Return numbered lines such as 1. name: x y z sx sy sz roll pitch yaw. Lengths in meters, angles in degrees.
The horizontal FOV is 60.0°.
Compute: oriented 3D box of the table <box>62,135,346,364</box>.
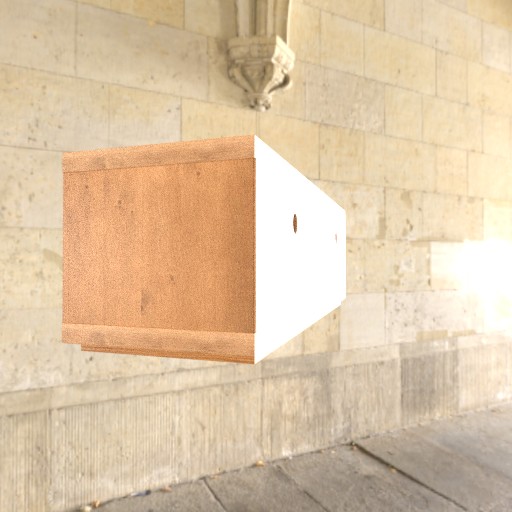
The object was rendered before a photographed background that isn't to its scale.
1. table: 0.000 0.000 1.713 0.499 0.491 1.499 0 -1 18
